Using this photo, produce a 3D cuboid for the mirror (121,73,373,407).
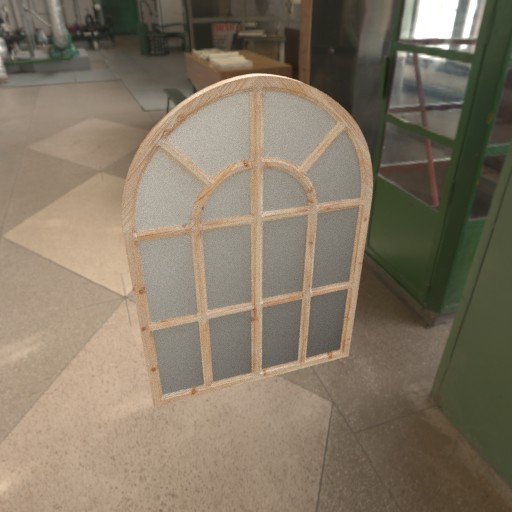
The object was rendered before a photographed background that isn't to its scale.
[{"bbox_3d":[0.000,0.000,1.198,0.660,0.920,0.032,-10,33,-16],"label":"mirror"}]
